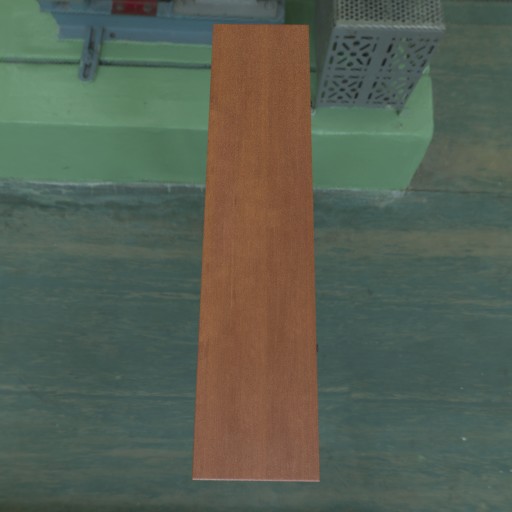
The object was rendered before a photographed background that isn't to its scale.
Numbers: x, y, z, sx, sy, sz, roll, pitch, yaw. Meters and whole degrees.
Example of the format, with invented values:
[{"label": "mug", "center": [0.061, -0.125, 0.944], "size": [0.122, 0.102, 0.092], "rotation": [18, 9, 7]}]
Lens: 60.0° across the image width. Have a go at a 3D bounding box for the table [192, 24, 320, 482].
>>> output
[{"label": "table", "center": [0.000, 0.000, 1.471], "size": [0.308, 0.698, 1.220], "rotation": [1, 74, 0]}]
